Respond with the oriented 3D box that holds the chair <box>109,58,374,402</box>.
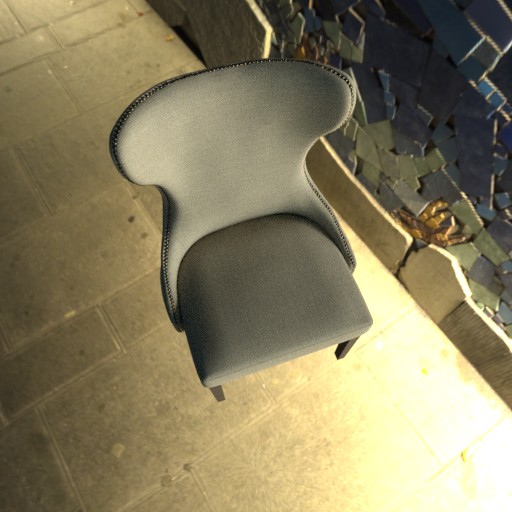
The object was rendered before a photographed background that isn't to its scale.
[{"bbox_3d":[0.000,0.000,1.378,0.628,0.967,0.635,-17,65,-8],"label":"chair"}]
